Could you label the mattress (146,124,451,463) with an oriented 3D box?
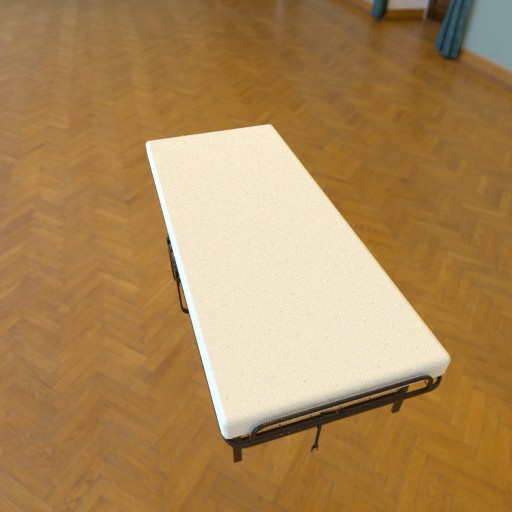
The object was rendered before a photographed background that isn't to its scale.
[{"bbox_3d":[0.000,0.000,2.455,0.922,0.519,2.153,-12,43,-13],"label":"mattress"}]
